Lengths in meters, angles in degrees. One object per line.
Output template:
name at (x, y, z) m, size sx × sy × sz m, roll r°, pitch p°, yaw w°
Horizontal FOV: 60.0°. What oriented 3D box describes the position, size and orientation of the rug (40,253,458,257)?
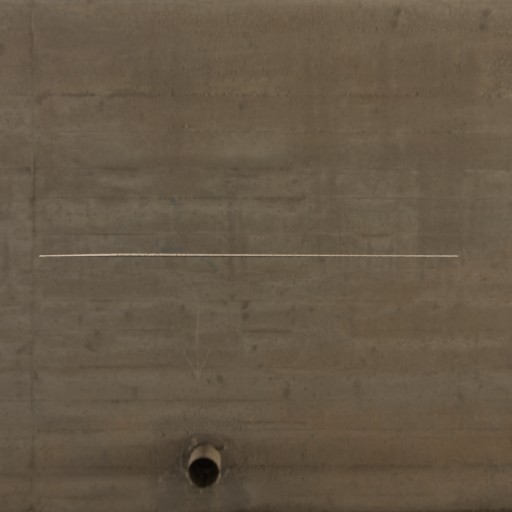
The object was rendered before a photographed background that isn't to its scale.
rug at (0.000, 0.000, 3.038) m, size 2.440 × 0.008 × 1.524 m, roll 0°, pitch 0°, yaw -36°
